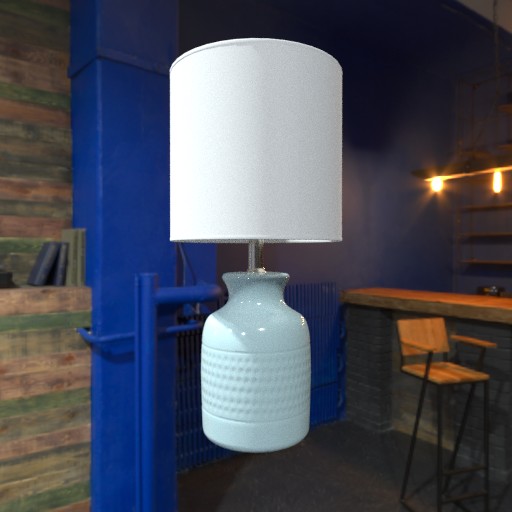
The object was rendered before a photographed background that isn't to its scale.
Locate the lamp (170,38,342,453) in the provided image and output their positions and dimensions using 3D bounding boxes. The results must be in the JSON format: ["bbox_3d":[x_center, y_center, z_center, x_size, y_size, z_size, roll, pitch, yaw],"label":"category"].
[{"bbox_3d":[0.000,0.000,1.095,0.418,0.871,0.418,0,1,-34],"label":"lamp"}]
